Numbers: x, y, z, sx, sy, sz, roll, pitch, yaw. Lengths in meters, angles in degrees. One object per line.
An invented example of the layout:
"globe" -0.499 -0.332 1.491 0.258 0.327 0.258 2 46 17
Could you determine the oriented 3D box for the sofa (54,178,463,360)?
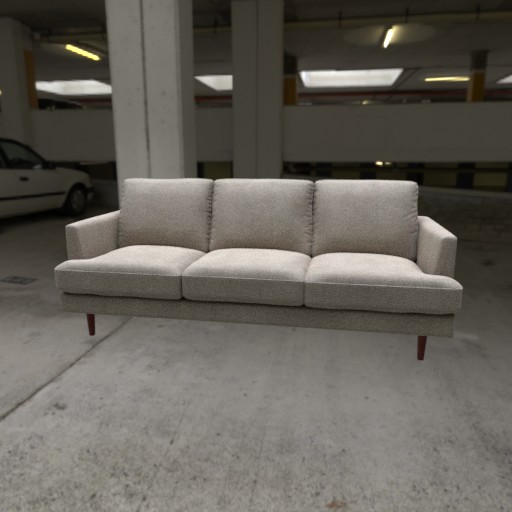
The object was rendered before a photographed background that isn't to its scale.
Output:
"sofa" 0.000 0.000 2.787 2.246 0.930 0.903 2 13 10
